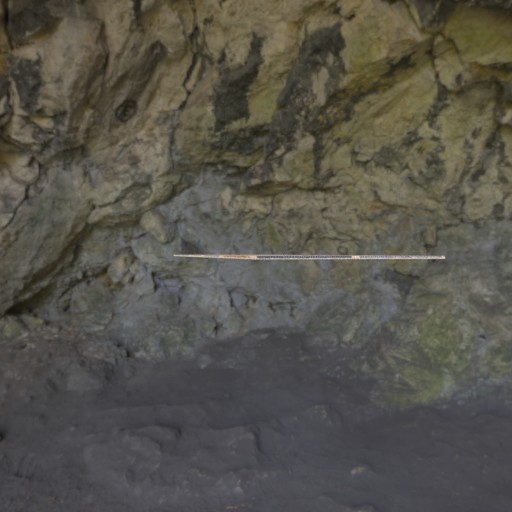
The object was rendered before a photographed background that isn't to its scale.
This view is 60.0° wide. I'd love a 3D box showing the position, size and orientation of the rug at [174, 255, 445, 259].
[{"bbox_3d":[0.000,0.000,2.529,0.687,0.011,2.287,0,0,-17],"label":"rug"}]
